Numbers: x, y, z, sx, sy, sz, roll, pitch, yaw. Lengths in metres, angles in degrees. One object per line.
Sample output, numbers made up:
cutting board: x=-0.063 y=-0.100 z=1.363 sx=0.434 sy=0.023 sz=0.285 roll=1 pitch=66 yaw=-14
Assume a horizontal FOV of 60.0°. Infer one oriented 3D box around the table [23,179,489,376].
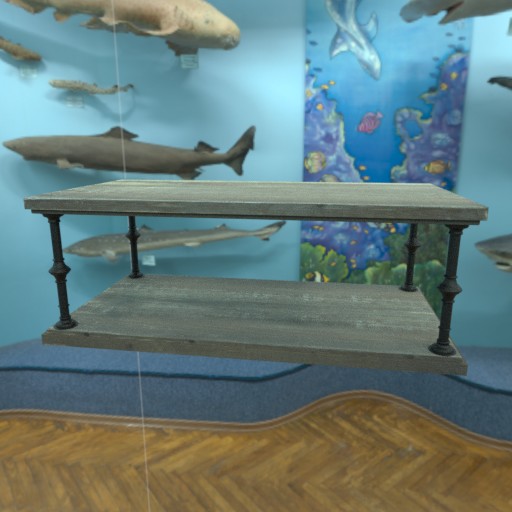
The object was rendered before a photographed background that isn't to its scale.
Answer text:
table: x=0.000 y=0.000 z=1.339 sx=1.088 sy=0.399 sz=0.554 roll=2 pitch=15 yaw=9
